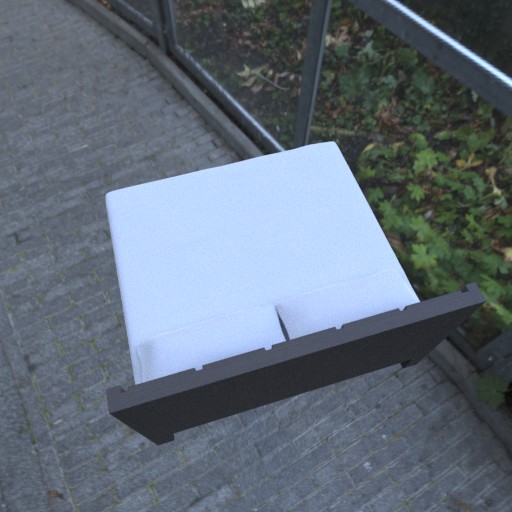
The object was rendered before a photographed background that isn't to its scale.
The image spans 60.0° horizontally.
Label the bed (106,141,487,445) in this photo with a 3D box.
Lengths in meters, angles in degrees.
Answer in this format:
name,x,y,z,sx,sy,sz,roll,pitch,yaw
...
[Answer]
name,x,y,z,sx,sy,sz,roll,pitch,yaw
bed,0.000,0.000,3.393,2.134,1.270,2.012,-15,61,-8
